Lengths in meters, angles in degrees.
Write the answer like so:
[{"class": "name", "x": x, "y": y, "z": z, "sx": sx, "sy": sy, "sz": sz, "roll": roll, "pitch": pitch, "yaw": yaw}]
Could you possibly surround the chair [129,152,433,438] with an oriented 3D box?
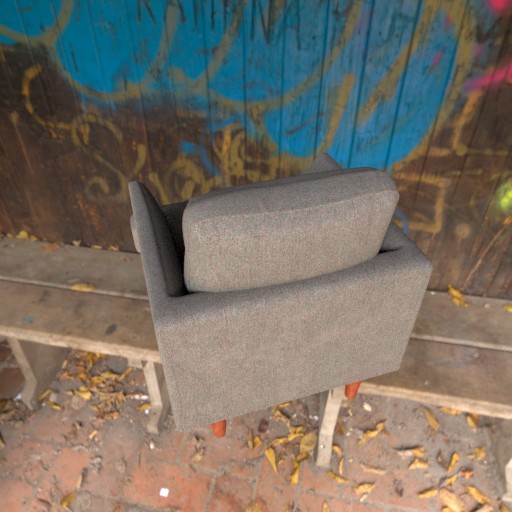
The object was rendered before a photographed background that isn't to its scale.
[{"class": "chair", "x": 0.000, "y": 0.000, "z": 1.656, "sx": 0.858, "sy": 0.957, "sz": 0.899, "roll": -11, "pitch": 41, "yaw": -13}]
